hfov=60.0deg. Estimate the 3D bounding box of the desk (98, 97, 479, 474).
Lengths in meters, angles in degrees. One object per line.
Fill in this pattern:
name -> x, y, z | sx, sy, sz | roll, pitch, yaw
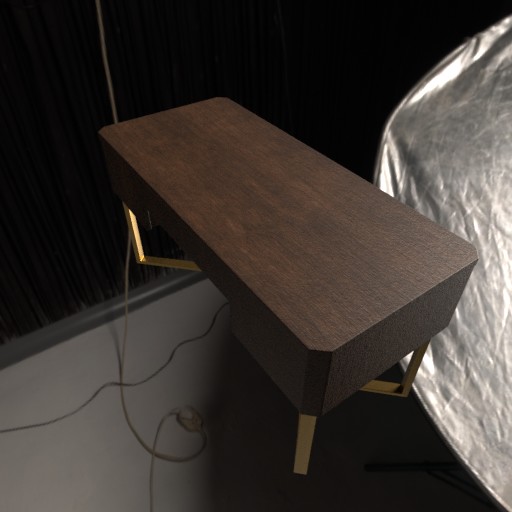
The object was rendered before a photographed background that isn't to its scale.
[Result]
desk -> 0.000, 0.000, 1.884 | 0.684, 0.762, 1.479 | -25, 47, -26
